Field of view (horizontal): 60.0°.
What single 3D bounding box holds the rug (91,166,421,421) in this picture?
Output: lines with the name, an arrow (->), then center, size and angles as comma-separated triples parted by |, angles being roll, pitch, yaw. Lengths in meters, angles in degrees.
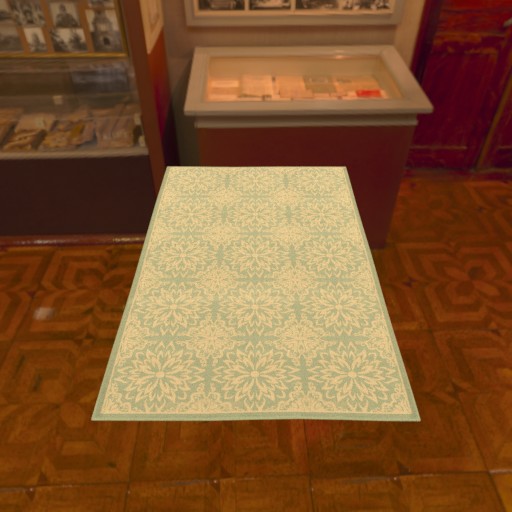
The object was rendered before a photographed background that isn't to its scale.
rug -> 0.000, 0.000, 3.470 | 1.819, 0.018, 2.746 | 0, 41, 0
